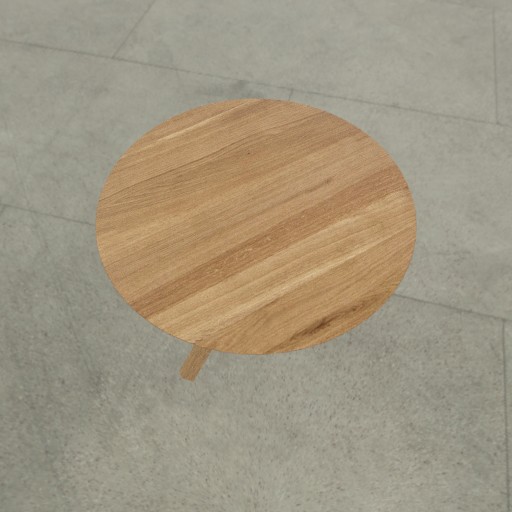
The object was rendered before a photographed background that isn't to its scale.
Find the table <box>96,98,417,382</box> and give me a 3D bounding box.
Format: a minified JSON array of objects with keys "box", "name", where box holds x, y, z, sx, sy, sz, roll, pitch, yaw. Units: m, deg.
[{"box":[0.000,0.000,1.739,1.038,0.666,1.038,0,58,0],"name":"table"}]
